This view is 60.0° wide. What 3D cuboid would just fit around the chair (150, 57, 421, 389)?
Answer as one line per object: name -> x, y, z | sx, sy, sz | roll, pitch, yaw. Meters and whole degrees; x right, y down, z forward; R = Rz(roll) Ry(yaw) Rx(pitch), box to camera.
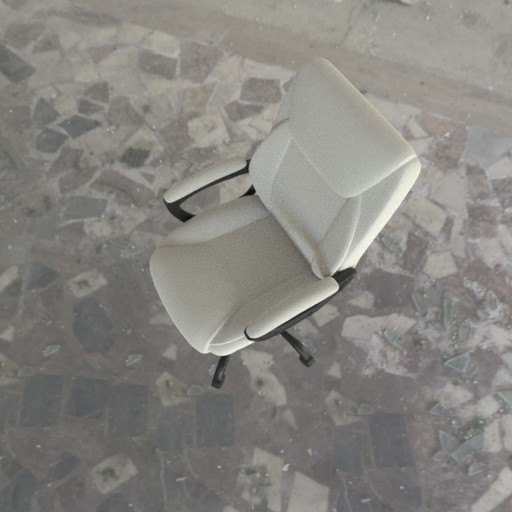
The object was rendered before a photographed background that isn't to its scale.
chair -> 0.000, 0.000, 1.458 | 0.669, 1.065, 0.663 | -29, 67, -13
